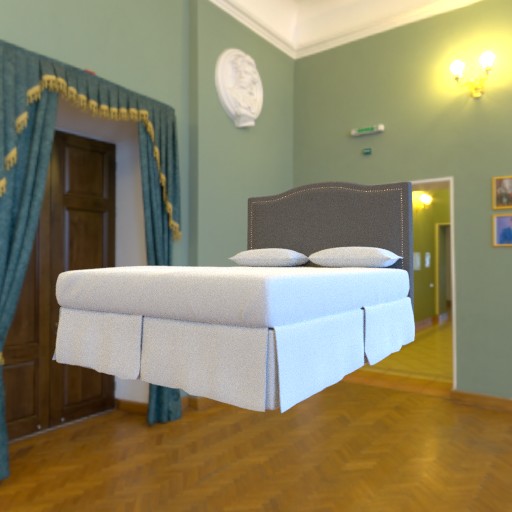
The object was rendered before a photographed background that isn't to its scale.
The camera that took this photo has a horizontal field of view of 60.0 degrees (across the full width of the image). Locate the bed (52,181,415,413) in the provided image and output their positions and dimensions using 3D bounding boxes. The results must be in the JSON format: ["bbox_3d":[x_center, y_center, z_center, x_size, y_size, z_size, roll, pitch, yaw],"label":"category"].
[{"bbox_3d":[0.000,0.000,3.363,1.821,1.436,2.282,0,-1,35],"label":"bed"}]
